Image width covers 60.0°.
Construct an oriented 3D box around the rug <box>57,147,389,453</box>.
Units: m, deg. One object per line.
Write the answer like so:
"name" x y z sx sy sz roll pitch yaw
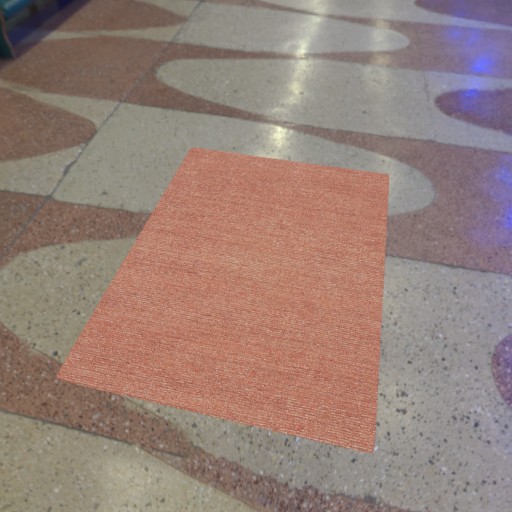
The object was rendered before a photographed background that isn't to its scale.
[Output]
"rug" 0.000 0.000 2.808 1.594 0.009 2.112 10 48 9
